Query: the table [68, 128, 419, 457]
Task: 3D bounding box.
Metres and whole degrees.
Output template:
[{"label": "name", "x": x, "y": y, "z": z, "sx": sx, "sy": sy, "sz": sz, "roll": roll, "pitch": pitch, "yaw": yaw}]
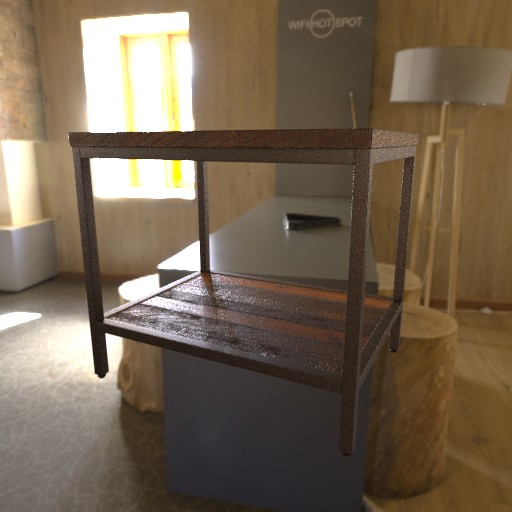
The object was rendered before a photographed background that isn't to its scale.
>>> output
[{"label": "table", "x": 0.000, "y": 0.000, "z": 1.143, "sx": 0.678, "sy": 0.612, "sz": 0.524, "roll": 7, "pitch": 16, "yaw": 26}]
